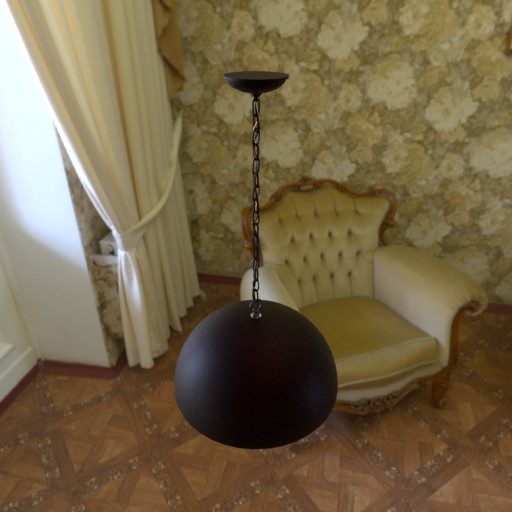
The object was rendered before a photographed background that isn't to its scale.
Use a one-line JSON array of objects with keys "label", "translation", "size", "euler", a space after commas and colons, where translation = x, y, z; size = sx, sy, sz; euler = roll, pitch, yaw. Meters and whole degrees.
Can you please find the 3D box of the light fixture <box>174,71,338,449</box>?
[{"label": "light fixture", "translation": [0.000, 0.000, 1.142], "size": [0.492, 0.869, 0.492], "euler": [-18, 34, -29]}]
